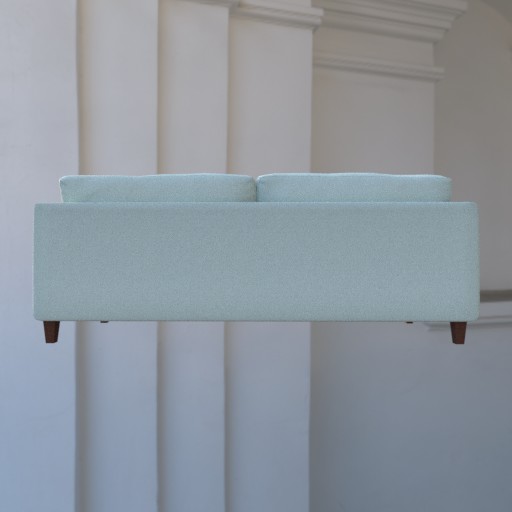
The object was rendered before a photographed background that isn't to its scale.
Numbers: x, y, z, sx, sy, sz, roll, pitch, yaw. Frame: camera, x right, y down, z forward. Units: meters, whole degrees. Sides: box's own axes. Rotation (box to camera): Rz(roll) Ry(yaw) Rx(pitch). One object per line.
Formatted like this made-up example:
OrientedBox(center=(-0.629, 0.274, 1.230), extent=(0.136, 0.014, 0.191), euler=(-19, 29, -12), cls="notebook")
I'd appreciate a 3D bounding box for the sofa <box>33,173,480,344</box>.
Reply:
OrientedBox(center=(0.000, 0.000, 2.841), extent=(2.434, 0.965, 0.948), euler=(0, -1, 1), cls="sofa")
